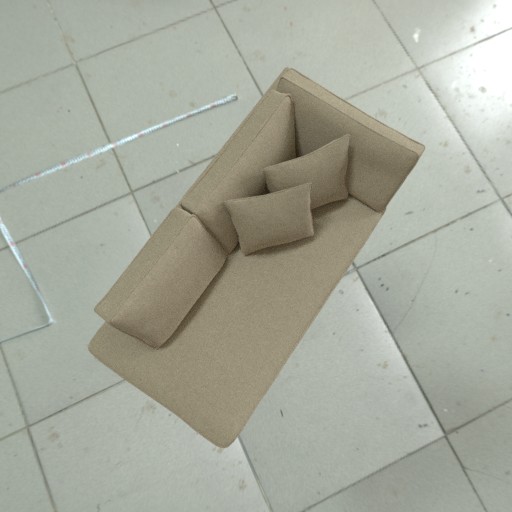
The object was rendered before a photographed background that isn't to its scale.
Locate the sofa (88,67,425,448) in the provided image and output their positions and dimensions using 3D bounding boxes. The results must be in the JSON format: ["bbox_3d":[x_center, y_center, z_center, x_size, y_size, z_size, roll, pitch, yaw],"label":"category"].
[{"bbox_3d":[0.000,0.000,2.933,1.110,1.033,2.237,34,79,8],"label":"sofa"}]
